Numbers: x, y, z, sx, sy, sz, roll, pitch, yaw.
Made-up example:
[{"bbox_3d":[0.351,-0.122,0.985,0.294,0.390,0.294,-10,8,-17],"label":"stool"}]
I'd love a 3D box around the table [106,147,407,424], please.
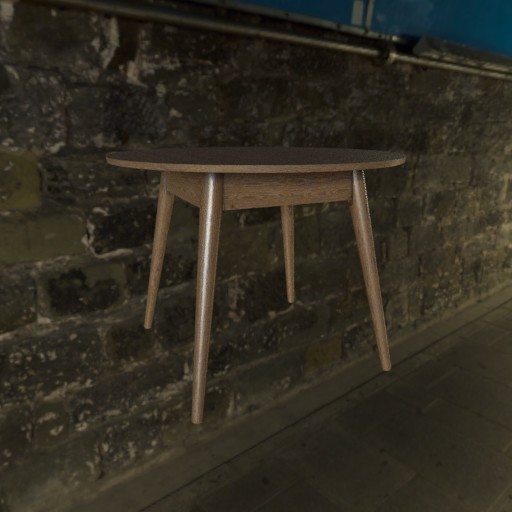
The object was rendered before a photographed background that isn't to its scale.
[{"bbox_3d":[0.000,0.000,1.738,1.053,0.786,1.053,0,16,0],"label":"table"}]
